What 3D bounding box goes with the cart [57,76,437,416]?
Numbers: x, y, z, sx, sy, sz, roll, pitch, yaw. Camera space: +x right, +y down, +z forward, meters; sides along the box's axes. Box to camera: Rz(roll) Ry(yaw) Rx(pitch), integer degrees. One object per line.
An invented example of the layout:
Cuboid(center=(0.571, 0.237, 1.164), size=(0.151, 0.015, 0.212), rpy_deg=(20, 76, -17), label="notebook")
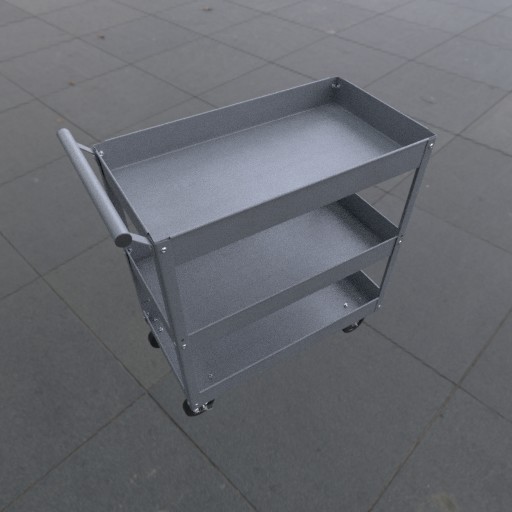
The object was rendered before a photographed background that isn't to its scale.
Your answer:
Cuboid(center=(0.000, 0.000, 1.184), size=(0.719, 0.780, 0.366), rpy_deg=(-23, 50, -21), label="cart")
